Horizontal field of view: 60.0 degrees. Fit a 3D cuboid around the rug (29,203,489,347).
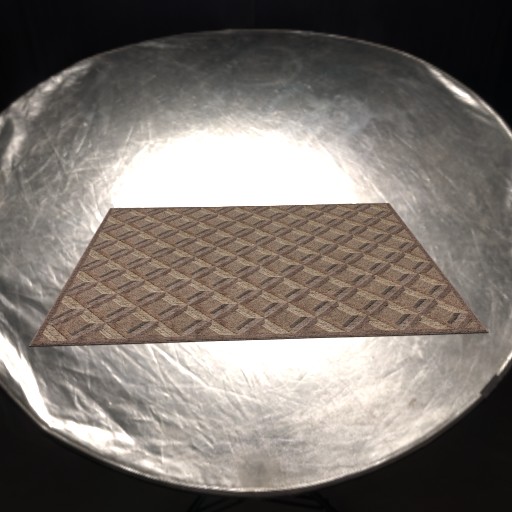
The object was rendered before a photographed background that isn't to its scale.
[{"bbox_3d":[0.000,0.000,4.188,3.294,0.018,2.382,-1,30,-2],"label":"rug"}]
